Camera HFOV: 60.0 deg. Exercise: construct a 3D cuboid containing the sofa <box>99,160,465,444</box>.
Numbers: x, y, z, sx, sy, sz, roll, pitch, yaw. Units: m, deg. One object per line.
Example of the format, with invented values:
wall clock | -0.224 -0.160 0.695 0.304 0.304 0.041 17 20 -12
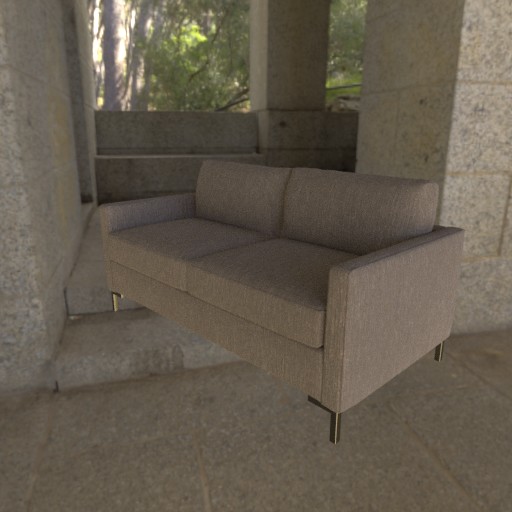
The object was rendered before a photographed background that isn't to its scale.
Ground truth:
sofa | 0.000 0.000 2.199 0.875 0.840 1.682 -15 22 -42
